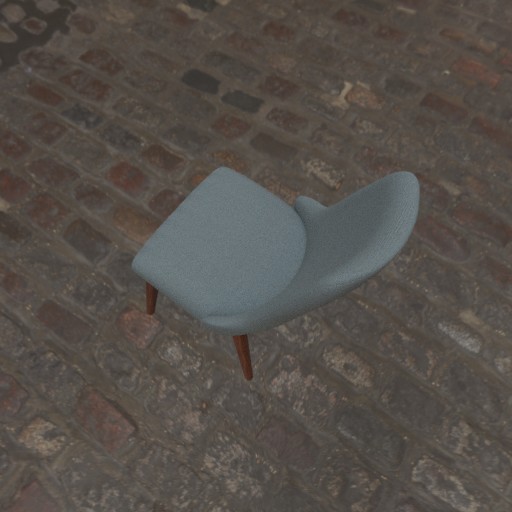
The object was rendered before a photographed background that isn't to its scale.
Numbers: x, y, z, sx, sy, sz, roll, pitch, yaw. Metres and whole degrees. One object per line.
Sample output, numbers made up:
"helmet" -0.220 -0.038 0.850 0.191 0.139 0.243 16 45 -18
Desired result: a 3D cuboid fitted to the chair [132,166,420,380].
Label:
"chair" 0.000 0.000 1.350 0.707 0.918 0.535 33 67 15
